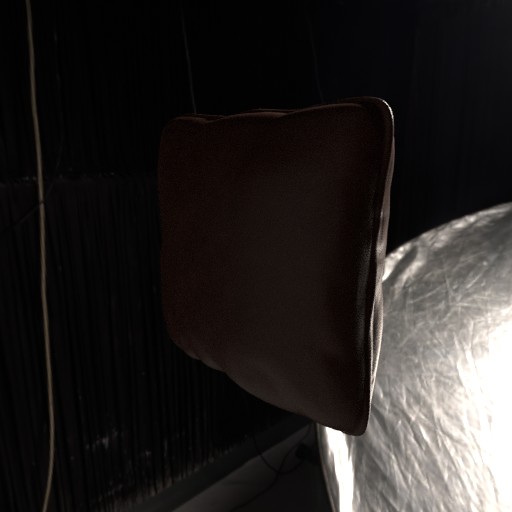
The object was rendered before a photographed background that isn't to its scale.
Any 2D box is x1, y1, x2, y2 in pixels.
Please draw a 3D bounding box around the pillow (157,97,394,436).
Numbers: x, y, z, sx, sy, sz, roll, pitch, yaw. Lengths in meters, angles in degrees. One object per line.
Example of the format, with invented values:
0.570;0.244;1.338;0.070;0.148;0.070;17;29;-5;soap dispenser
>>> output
0.000;0.000;0.822;0.236;0.523;0.532;-12;18;-42;pillow
